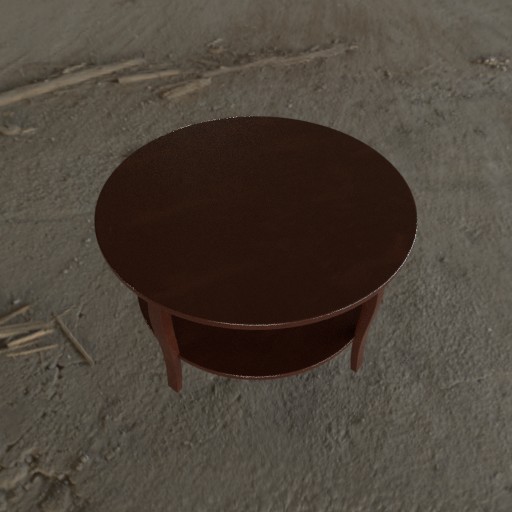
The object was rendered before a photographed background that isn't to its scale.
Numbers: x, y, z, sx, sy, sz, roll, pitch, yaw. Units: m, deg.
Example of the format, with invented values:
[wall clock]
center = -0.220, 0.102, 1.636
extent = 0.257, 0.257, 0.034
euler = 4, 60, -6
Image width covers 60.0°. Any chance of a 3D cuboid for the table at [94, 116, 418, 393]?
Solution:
[table]
center = 0.000, 0.000, 1.468
extent = 0.911, 0.512, 0.911
euler = 0, 46, 0
